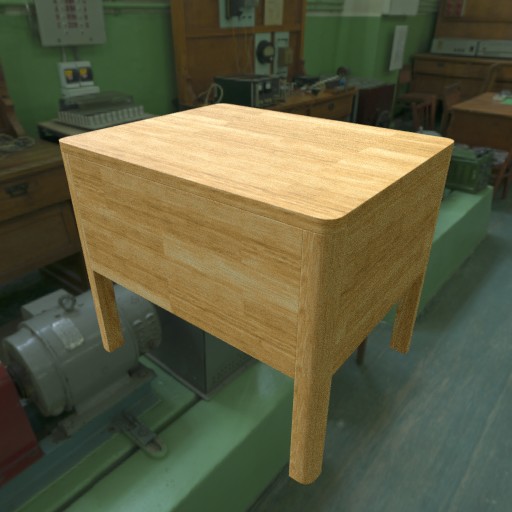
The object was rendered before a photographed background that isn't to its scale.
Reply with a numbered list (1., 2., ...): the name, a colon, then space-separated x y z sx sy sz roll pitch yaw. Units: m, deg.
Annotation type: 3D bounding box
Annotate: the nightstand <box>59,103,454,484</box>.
1. nightstand: 0.000 0.000 0.897 0.560 0.470 0.440 21 35 33
